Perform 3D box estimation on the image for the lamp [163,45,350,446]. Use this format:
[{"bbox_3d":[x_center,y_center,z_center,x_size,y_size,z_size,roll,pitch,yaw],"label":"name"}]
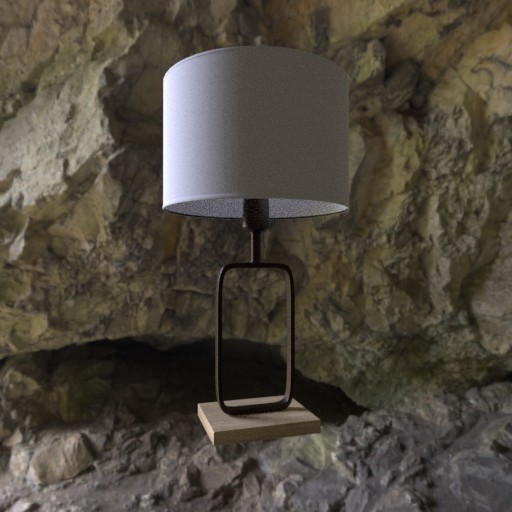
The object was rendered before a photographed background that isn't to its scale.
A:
[{"bbox_3d":[0.000,0.000,0.674,0.279,0.508,0.279,0,-1,-17],"label":"lamp"}]
